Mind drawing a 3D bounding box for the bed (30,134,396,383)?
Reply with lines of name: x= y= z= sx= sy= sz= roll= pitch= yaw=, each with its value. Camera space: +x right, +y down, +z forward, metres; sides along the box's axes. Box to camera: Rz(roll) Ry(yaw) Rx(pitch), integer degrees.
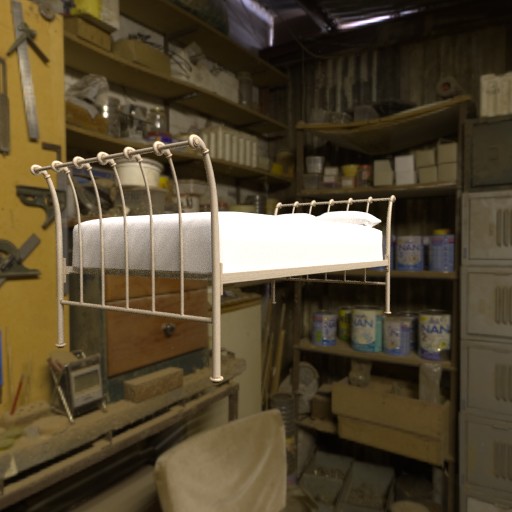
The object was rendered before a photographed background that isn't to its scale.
bed: x=0.000 y=0.000 z=2.683 sx=1.032 sy=0.873 sz=2.228 roll=1 pitch=2 yaw=34
